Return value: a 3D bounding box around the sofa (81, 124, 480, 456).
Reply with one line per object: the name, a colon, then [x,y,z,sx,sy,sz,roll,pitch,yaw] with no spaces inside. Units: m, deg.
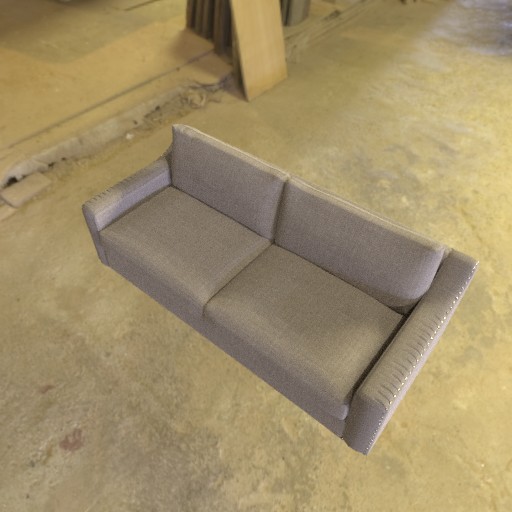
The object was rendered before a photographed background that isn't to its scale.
sofa: [0.000,0.000,2.717,2.208,0.857,1.000,30,53,26]
